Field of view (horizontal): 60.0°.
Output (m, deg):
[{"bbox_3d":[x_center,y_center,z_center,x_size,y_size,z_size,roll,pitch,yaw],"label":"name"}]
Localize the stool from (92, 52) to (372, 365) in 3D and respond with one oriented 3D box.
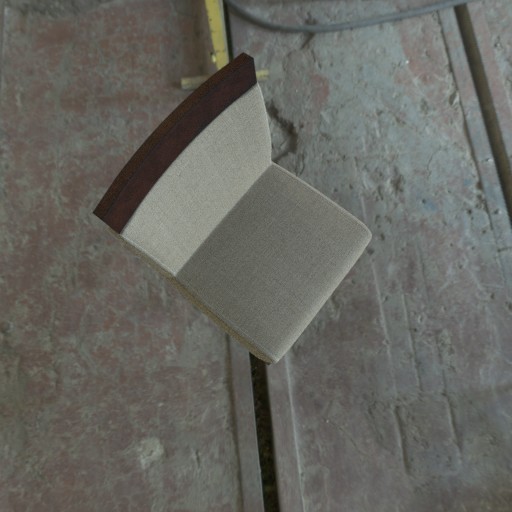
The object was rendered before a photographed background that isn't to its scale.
[{"bbox_3d":[0.000,0.000,1.323,0.480,1.011,0.463,38,79,9],"label":"stool"}]
